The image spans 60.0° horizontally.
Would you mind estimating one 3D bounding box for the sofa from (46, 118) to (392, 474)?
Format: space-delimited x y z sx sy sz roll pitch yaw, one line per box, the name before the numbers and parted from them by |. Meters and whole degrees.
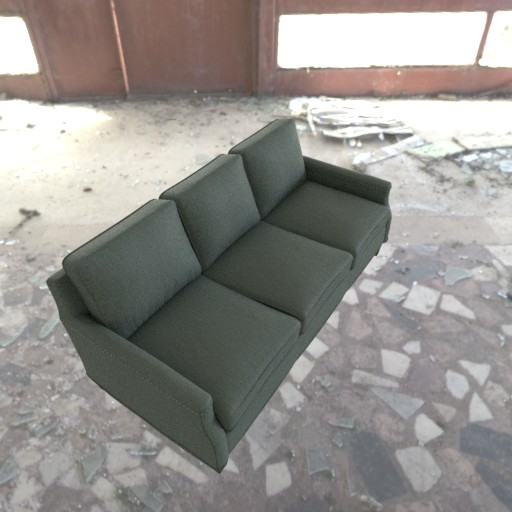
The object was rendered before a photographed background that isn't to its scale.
sofa | 0.000 0.000 2.861 1.084 1.003 2.246 24 46 25
